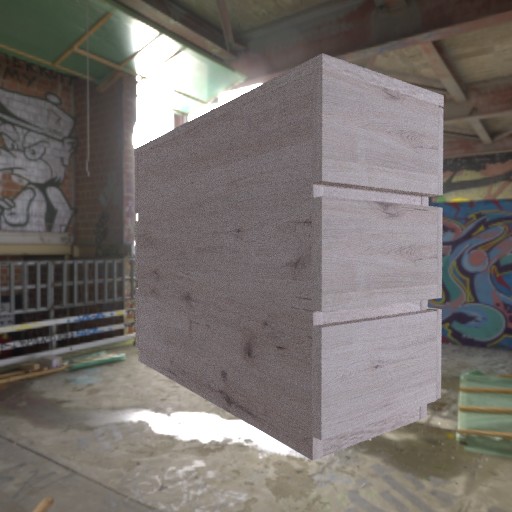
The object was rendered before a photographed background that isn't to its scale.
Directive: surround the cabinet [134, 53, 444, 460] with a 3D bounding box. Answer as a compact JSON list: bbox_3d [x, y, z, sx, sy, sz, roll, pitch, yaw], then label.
[{"bbox_3d":[0.000,0.000,1.425,0.420,0.820,1.040,-1,1,-35],"label":"cabinet"}]
